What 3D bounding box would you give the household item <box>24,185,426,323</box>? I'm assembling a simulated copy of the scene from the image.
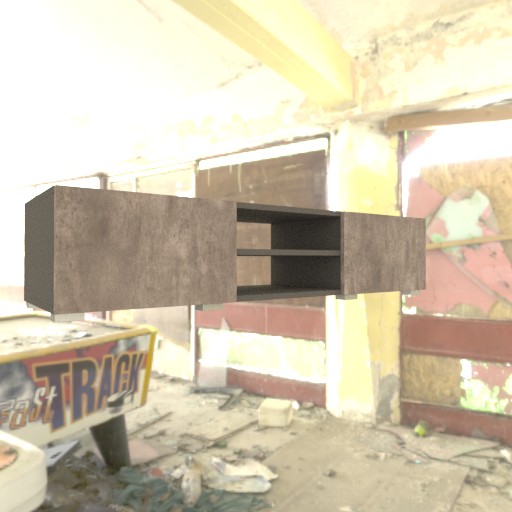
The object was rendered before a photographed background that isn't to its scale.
[{"bbox_3d":[0.000,0.000,1.559,1.400,0.310,0.420,0,-1,-36],"label":"household item"}]
